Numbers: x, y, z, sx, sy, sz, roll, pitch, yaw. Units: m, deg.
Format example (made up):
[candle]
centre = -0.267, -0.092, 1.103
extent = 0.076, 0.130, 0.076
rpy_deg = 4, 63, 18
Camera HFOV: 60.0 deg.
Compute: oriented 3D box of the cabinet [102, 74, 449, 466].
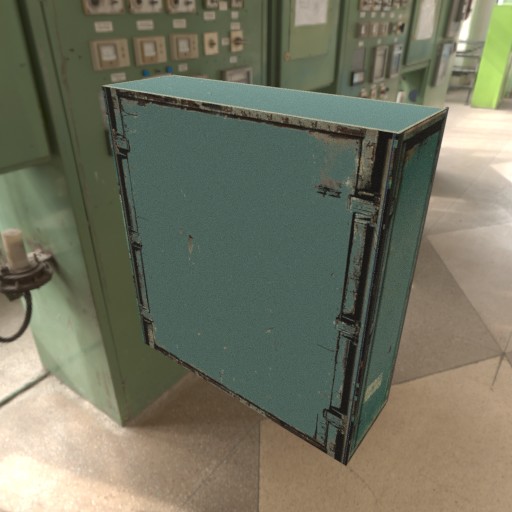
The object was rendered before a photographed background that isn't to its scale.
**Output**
[cabinet]
centre = 0.000, 0.000, 3.120
extent = 2.000, 2.160, 0.680
rpy_deg = 21, 36, 32
